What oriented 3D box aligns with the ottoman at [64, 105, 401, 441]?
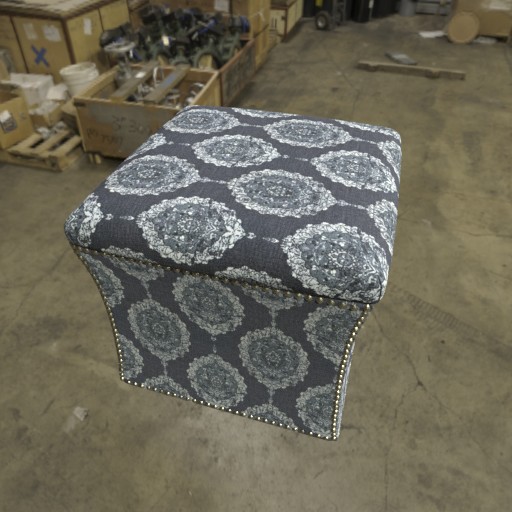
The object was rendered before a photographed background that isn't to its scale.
[{"bbox_3d":[0.000,0.000,0.928,0.507,0.475,0.497,11,42,13],"label":"ottoman"}]
